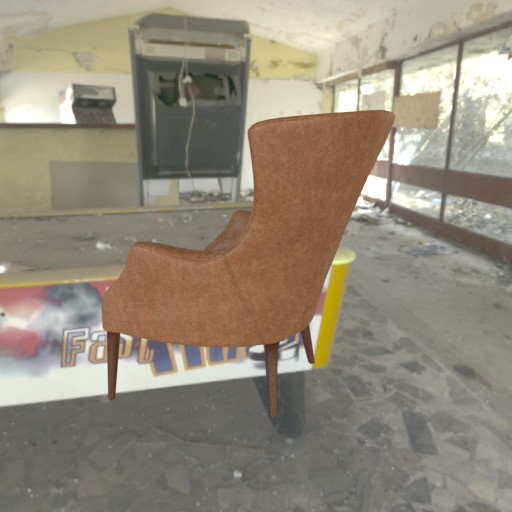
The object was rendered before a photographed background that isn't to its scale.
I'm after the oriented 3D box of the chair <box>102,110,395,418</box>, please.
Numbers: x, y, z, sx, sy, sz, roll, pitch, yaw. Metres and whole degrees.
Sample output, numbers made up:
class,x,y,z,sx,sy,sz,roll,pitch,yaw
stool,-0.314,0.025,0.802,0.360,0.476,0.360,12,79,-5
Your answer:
class,x,y,z,sx,sy,sz,roll,pitch,yaw
chair,0.000,0.000,1.740,0.955,1.067,0.846,7,17,25
